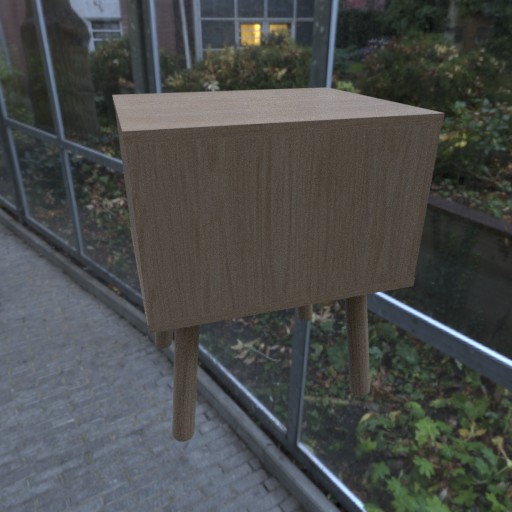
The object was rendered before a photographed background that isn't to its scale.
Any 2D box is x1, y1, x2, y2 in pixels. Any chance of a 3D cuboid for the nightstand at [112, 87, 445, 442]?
[{"bbox_3d":[0.000,0.000,0.867,0.450,0.571,0.380,-8,27,-16],"label":"nightstand"}]
